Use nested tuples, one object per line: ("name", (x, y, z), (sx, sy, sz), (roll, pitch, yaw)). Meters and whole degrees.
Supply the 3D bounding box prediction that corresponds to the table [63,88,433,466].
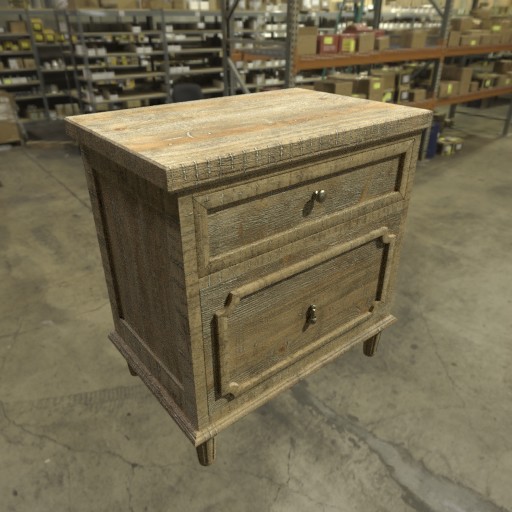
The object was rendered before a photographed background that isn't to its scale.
("table", (0.000, 0.000, 1.141), (0.686, 0.711, 0.457), (-21, 35, -33))
